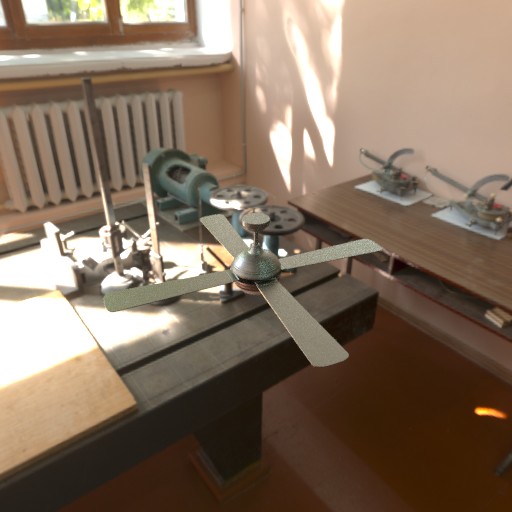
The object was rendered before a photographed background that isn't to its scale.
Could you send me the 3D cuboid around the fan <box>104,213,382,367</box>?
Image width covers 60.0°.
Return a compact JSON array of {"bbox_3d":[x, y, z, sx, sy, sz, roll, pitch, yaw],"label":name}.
[{"bbox_3d":[0.000,0.000,2.059,1.321,0.381,1.321,-1,29,-2],"label":"fan"}]
